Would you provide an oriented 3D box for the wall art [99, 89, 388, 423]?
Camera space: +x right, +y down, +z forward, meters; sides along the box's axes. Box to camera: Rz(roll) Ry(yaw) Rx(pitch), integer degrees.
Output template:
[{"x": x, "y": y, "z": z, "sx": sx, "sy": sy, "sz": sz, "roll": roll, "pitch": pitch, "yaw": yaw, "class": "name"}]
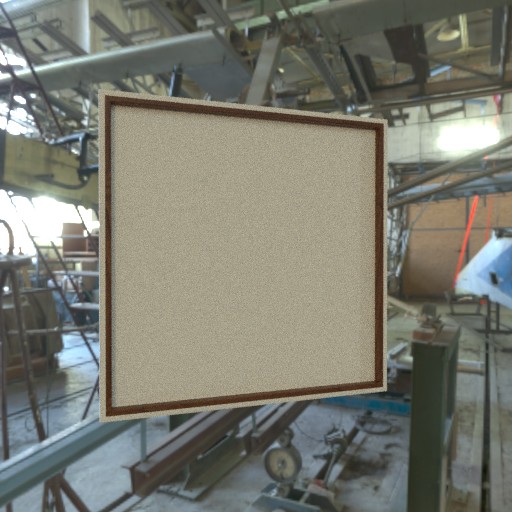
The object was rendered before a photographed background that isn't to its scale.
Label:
[{"x": 0.000, "y": 0.000, "z": 1.135, "sx": 0.757, "sy": 0.757, "sz": 0.037, "roll": 0, "pitch": 1, "yaw": -18, "class": "wall art"}]
